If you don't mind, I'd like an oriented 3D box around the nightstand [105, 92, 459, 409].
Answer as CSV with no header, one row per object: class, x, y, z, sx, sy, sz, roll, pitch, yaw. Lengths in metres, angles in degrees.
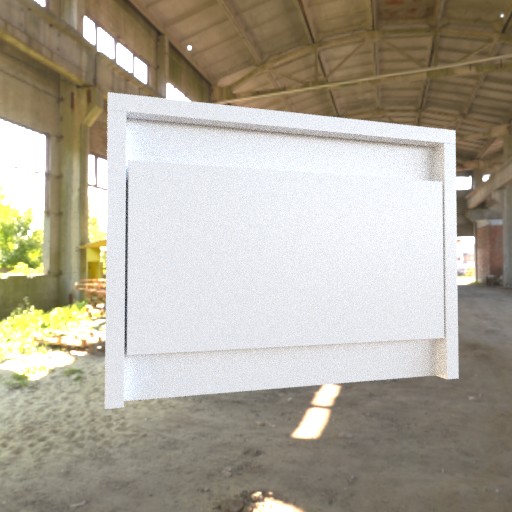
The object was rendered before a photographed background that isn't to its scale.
nightstand,0.000,0.000,0.753,0.470,0.351,0.408,1,-2,-17
